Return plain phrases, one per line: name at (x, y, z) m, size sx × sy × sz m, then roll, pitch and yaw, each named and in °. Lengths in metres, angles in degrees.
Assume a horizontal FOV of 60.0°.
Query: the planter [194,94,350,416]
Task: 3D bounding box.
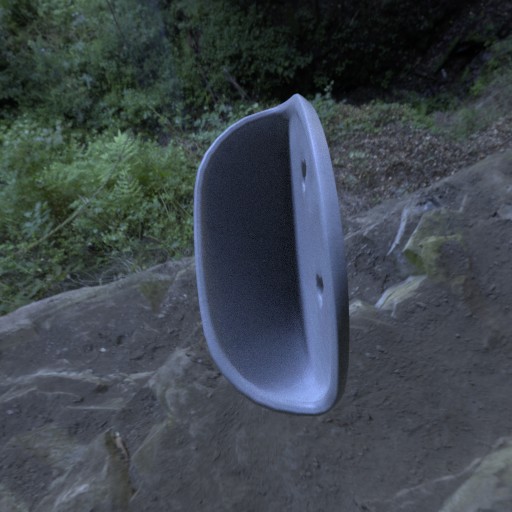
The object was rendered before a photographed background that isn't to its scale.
planter at (0.000, 0.000, 0.270) m, size 0.073 × 0.164 × 0.190 m, roll -5°, pitch 74°, yaw -2°
